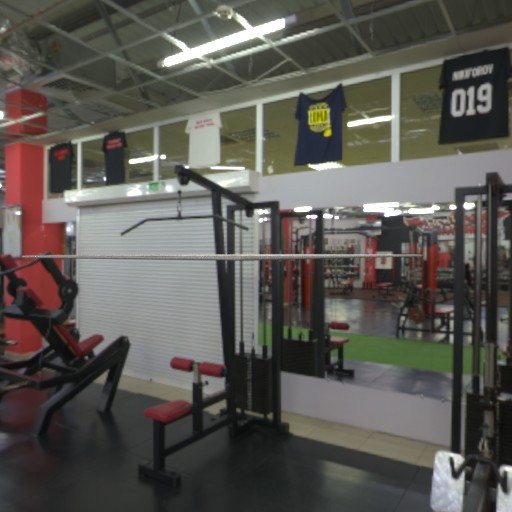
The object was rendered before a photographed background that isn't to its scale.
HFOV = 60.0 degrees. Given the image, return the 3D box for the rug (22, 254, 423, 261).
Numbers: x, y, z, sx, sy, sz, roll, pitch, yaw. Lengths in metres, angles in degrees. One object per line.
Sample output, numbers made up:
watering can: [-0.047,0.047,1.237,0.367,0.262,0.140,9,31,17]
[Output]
rug: [0.000,0.000,2.348,1.224,0.012,1.847,0,0,36]
